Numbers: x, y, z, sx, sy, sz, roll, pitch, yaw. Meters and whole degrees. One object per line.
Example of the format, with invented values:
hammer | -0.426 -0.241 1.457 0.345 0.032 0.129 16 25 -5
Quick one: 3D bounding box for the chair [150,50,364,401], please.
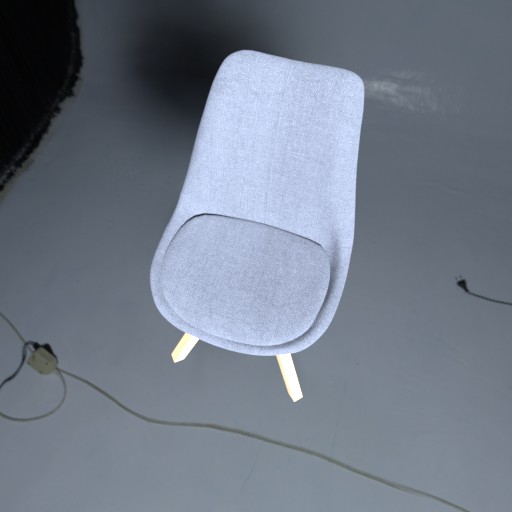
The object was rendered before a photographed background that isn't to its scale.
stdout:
chair | 0.000 0.000 1.198 0.485 0.850 0.550 16 60 9
